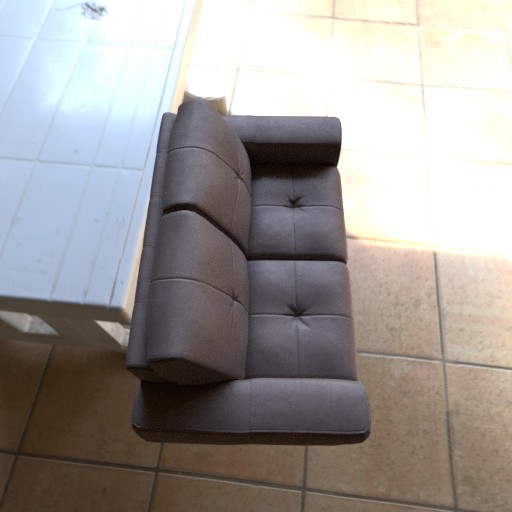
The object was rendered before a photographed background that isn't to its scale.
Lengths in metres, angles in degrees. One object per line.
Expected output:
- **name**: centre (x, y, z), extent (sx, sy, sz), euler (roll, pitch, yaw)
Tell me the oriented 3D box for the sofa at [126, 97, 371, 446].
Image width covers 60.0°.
- **sofa**: centre (0.000, 0.000, 2.302), extent (1.018, 0.907, 1.806), euler (1, 63, 0)
